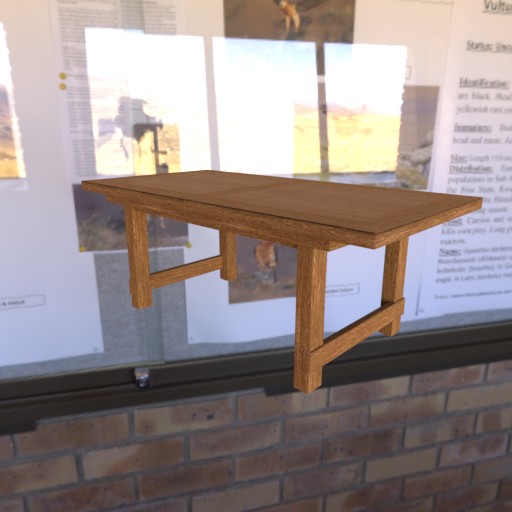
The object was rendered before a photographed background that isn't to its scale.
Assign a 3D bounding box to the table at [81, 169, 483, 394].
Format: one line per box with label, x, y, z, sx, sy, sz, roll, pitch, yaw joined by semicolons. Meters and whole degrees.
table;0.000;0.000;2.485;1.982;0.762;1.000;15;22;41
